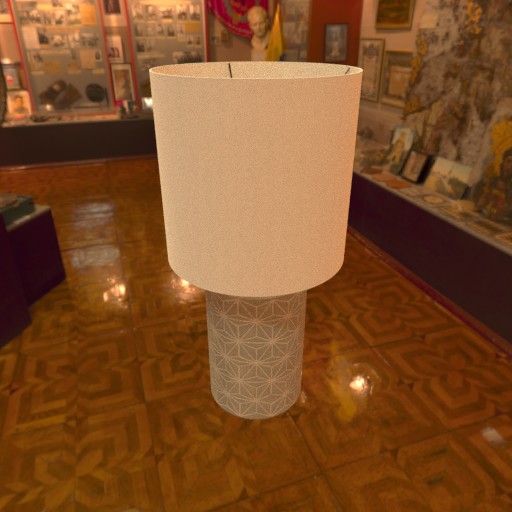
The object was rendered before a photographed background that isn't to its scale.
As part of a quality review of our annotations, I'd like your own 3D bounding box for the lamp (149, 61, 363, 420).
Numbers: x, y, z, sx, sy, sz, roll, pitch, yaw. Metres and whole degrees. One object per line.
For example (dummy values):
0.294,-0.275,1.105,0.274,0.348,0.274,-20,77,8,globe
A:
0.000,0.000,0.532,0.206,0.416,0.206,-8,28,-15,lamp
